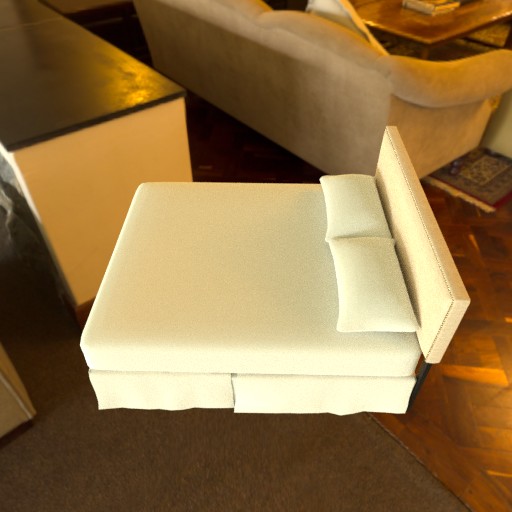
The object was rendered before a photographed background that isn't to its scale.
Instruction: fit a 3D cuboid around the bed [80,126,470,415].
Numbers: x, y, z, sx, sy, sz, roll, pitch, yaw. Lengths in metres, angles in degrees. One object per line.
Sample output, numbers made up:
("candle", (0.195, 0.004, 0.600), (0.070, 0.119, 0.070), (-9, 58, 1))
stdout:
("bed", (0.000, 0.000, 2.827), (1.876, 1.016, 1.616), (1, 44, 1))
